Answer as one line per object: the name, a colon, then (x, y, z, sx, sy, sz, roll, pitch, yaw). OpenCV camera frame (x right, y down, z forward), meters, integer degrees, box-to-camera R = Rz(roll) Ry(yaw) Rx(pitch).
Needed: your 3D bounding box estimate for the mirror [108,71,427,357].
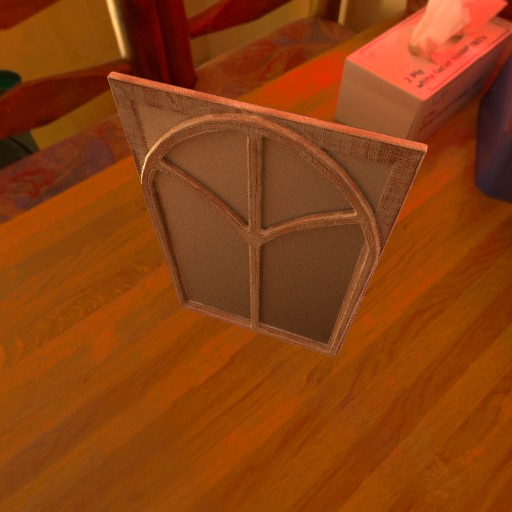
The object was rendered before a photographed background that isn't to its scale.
mirror: (0.000, 0.000, 0.981, 0.495, 0.787, 0.058, 17, 59, 10)
